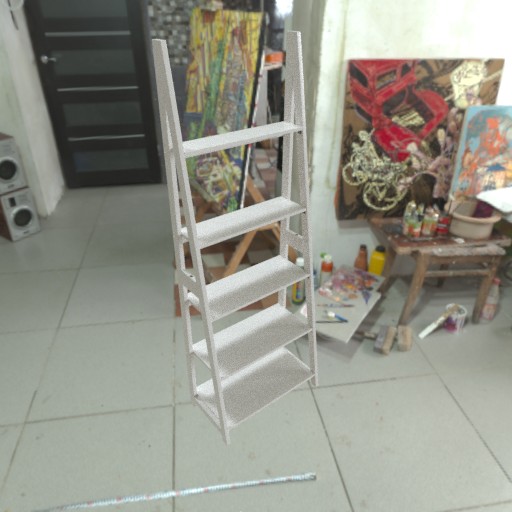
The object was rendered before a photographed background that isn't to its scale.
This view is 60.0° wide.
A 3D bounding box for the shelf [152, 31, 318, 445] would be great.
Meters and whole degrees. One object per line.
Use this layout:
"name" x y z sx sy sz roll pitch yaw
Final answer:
"shelf" 0.000 0.000 2.007 0.636 1.779 0.341 -22 37 -32
